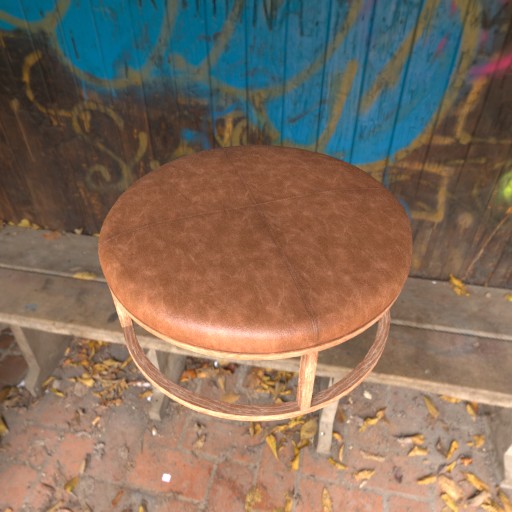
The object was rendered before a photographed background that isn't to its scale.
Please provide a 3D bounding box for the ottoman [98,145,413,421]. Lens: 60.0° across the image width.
[{"bbox_3d":[0.000,0.000,1.555,1.006,0.445,1.006,0,41,0],"label":"ottoman"}]
